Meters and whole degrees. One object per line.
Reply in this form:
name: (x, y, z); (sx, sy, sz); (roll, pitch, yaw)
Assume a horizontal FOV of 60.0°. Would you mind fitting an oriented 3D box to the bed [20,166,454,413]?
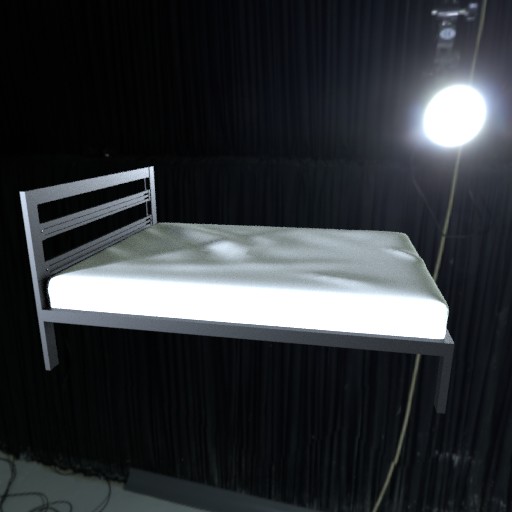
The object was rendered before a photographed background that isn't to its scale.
bed: (0.000, 0.000, 2.811); (2.062, 0.967, 1.524); (3, 16, 10)
